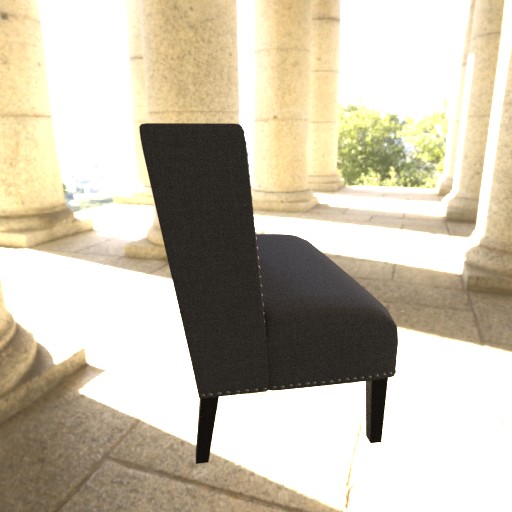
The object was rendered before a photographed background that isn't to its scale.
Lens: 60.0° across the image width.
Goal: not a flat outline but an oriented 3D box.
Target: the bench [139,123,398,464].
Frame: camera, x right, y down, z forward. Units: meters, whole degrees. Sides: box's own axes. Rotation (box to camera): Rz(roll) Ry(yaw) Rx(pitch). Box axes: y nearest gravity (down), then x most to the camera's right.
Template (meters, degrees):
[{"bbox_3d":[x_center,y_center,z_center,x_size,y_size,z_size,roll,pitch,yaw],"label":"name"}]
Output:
[{"bbox_3d":[0.000,0.000,1.996,0.842,1.121,1.276,-3,16,-9],"label":"bench"}]
